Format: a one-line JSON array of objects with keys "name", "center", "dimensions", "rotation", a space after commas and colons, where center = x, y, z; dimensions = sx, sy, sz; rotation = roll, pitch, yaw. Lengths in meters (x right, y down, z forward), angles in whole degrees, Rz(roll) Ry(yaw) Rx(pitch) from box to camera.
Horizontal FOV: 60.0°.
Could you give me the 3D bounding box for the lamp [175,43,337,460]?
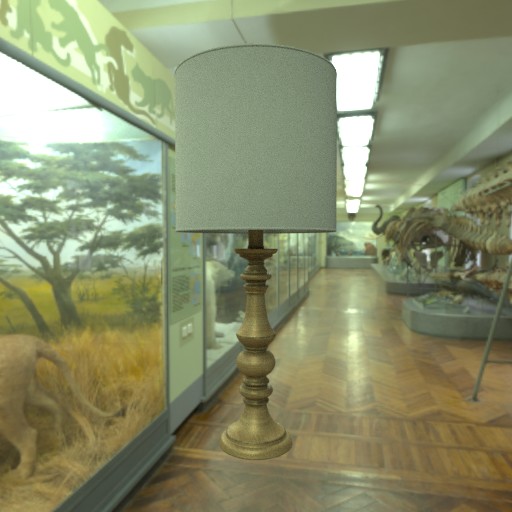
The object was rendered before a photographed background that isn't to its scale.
[{"name": "lamp", "center": [0.000, 0.000, 0.701], "dimensions": [0.250, 0.597, 0.250], "rotation": [-1, 2, -18]}]
